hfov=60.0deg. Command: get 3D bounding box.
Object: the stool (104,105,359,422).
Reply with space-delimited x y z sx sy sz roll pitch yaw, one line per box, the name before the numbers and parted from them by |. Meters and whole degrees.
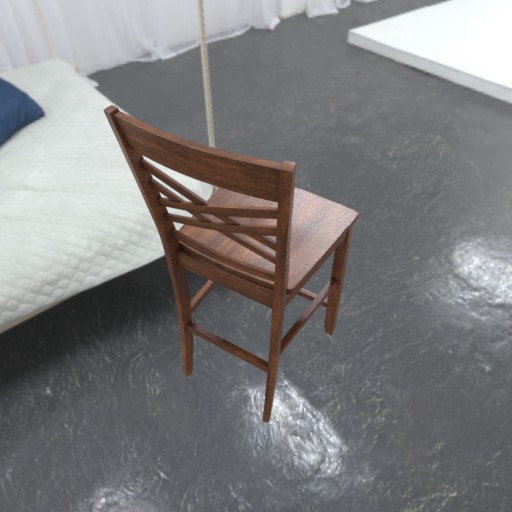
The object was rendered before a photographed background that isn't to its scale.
stool | 0.000 0.000 1.400 0.462 1.079 0.539 23 49 22
